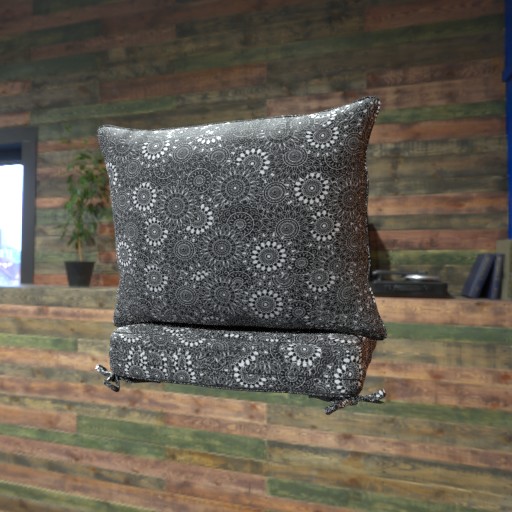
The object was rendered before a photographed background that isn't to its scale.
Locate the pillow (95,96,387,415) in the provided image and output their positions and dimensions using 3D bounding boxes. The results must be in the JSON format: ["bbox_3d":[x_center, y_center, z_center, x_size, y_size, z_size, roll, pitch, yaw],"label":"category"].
[{"bbox_3d":[0.000,0.000,1.386,0.798,0.722,0.740,0,-1,18],"label":"pillow"}]
